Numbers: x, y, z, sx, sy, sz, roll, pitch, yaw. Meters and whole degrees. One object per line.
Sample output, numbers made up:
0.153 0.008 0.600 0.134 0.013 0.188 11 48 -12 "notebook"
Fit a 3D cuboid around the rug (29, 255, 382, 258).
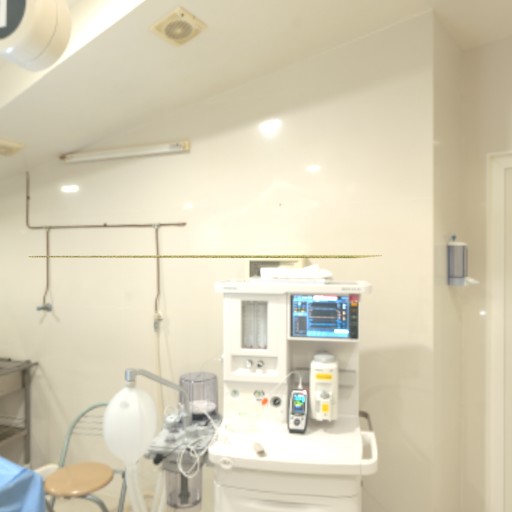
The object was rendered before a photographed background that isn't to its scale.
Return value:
0.000 0.000 2.961 1.529 0.007 2.297 0 0 18 "rug"
